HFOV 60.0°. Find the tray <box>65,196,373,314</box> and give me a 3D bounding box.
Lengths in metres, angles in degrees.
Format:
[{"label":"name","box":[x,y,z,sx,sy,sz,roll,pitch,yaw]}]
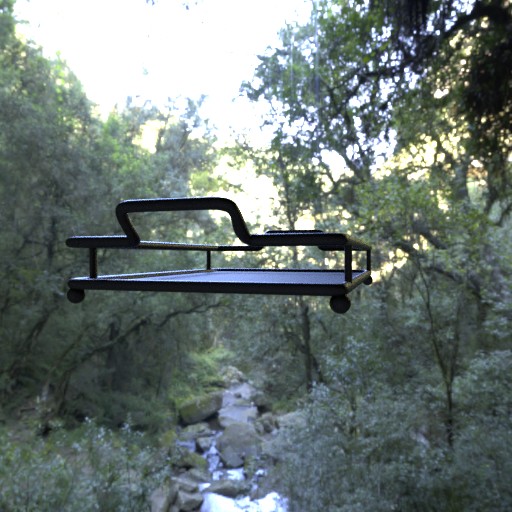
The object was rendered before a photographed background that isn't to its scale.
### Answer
[{"label":"tray","box":[0.000,0.000,0.618,0.297,0.101,0.495,0,0,18]}]
